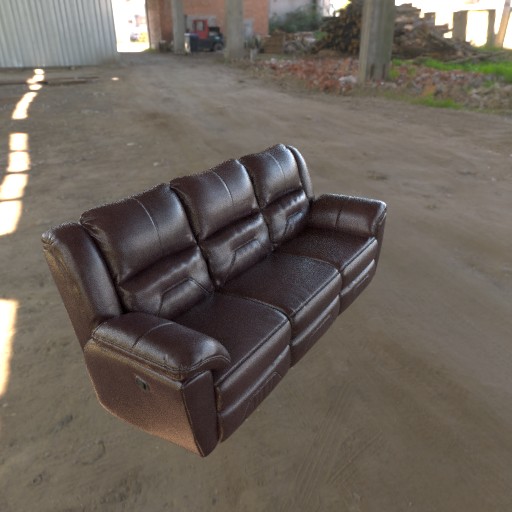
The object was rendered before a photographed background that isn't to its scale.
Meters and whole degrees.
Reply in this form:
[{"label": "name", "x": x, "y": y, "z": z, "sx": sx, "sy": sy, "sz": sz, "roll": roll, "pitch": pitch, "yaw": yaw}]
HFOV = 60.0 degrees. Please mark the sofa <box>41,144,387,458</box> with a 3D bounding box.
[{"label": "sofa", "x": 0.000, "y": 0.000, "z": 2.841, "sx": 0.991, "sy": 1.043, "sz": 2.337, "roll": 17, "pitch": 31, "yaw": 30}]
